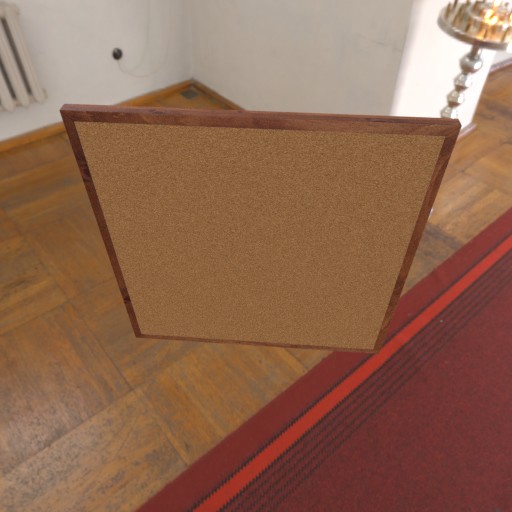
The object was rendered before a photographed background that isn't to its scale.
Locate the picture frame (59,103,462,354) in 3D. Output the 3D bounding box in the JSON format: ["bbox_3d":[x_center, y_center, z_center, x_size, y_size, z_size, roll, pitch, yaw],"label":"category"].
[{"bbox_3d":[0.000,0.000,1.187,0.810,0.817,0.029,3,45,3],"label":"picture frame"}]
